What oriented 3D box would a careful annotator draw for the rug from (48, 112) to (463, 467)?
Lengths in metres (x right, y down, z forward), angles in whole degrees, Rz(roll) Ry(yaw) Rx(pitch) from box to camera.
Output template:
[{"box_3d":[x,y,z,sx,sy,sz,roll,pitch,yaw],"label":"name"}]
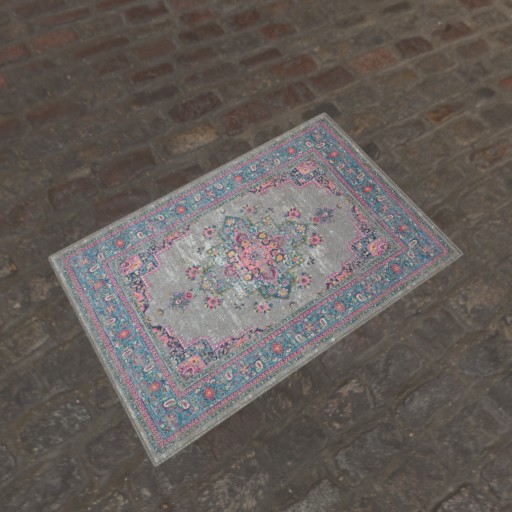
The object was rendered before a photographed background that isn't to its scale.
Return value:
[{"box_3d":[0.000,0.000,2.218,1.748,0.014,1.144,-31,67,-14],"label":"rug"}]
